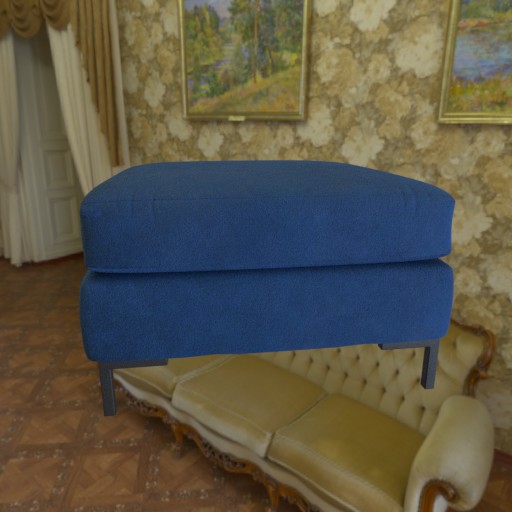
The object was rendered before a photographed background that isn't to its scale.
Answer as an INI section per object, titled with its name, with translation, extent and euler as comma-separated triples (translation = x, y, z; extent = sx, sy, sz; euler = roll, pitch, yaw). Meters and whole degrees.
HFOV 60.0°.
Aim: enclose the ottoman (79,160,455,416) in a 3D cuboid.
[ottoman]
translation = 0.000, 0.000, 1.191
extent = 0.794, 0.485, 0.655
euler = -2, 16, -8
